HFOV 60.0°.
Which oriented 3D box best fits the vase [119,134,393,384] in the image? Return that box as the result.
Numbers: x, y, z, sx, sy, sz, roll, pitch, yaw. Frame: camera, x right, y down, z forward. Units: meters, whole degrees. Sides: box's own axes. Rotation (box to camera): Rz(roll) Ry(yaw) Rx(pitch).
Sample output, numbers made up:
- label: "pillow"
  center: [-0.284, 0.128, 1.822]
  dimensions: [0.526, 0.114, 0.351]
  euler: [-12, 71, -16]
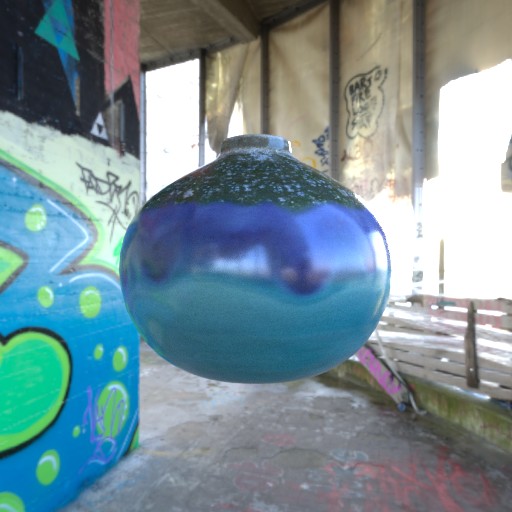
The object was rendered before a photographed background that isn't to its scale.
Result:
- label: "vase"
  center: [0.000, 0.000, 0.260]
  dimensions: [0.154, 0.133, 0.154]
  euler: [0, 1, 0]
